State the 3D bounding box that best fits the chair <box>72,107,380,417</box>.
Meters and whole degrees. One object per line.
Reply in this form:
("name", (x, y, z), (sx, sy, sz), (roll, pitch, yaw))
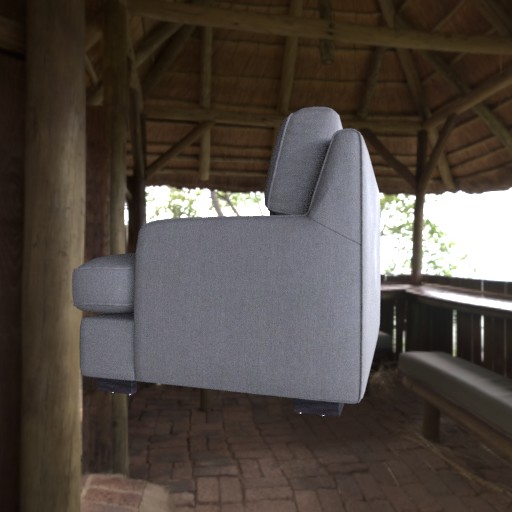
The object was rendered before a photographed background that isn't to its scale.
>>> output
("chair", (0.000, 0.000, 1.989), (1.043, 0.974, 1.270), (0, 0, 18))
